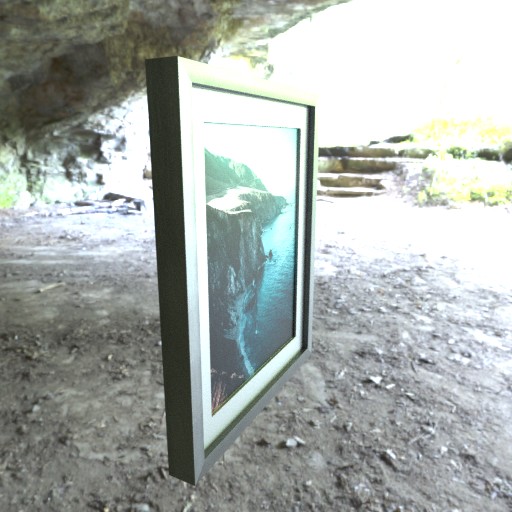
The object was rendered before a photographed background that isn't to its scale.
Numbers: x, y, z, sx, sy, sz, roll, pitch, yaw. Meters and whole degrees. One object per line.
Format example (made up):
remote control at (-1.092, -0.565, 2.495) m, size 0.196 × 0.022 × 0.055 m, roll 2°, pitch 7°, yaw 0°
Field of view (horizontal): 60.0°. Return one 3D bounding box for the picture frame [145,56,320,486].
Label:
picture frame at (0.000, 0.000, 0.751) m, size 0.046 × 0.555 × 0.449 m, roll 8°, pitch 16°, yaw 27°
